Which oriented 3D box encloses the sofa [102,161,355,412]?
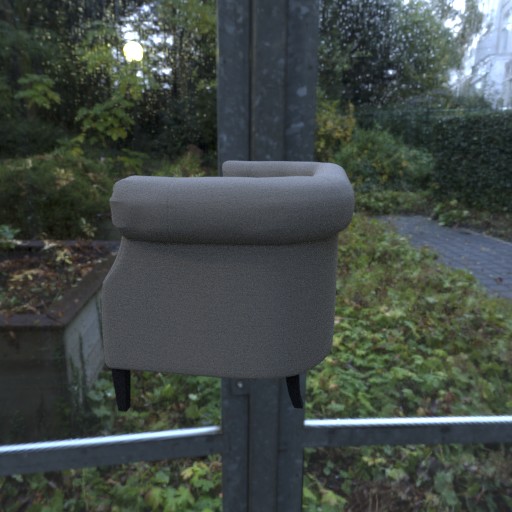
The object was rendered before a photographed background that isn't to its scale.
[{"bbox_3d":[0.000,0.000,2.068,0.835,0.827,1.558,2,14,9],"label":"sofa"}]
